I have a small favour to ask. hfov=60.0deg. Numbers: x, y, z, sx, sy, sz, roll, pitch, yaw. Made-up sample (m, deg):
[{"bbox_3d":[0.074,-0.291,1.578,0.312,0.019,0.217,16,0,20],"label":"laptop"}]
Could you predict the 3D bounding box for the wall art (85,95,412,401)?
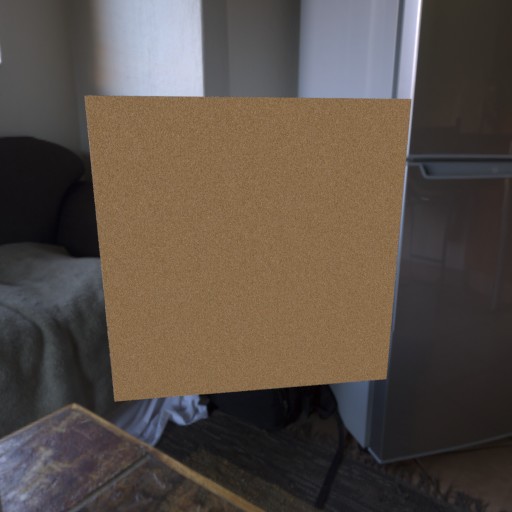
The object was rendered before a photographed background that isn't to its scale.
[{"bbox_3d":[0.000,0.000,0.602,0.404,0.406,0.010,-2,16,-8],"label":"wall art"}]
